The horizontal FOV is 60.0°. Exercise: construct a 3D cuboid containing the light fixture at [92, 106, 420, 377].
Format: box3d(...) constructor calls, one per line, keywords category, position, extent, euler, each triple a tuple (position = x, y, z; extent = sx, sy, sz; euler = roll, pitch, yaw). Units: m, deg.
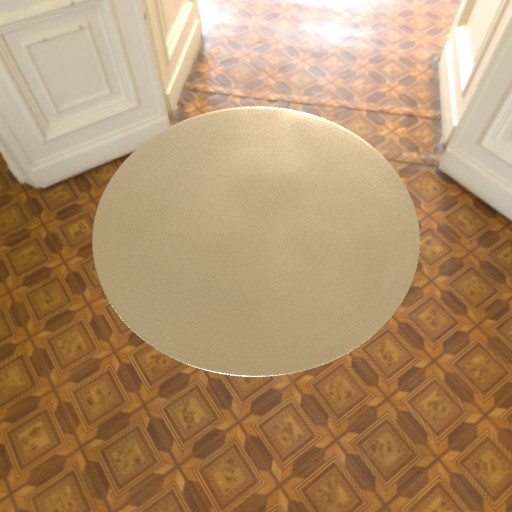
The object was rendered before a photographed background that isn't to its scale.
box3d(category="light fixture", position=(0.000, 0.000, 0.442), extent=(0.280, 0.135, 0.280), euler=(0, 59, 0))
